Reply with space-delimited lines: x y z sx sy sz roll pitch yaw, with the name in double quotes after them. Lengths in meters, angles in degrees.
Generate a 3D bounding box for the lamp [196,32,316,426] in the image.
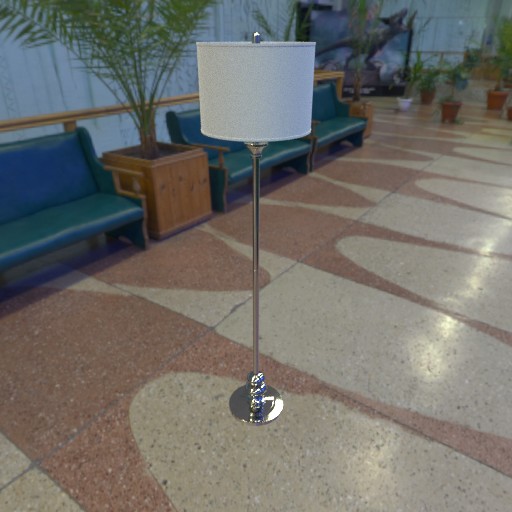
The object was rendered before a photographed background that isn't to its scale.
0.000 0.000 1.652 0.356 1.487 0.356 19 32 33 "lamp"
